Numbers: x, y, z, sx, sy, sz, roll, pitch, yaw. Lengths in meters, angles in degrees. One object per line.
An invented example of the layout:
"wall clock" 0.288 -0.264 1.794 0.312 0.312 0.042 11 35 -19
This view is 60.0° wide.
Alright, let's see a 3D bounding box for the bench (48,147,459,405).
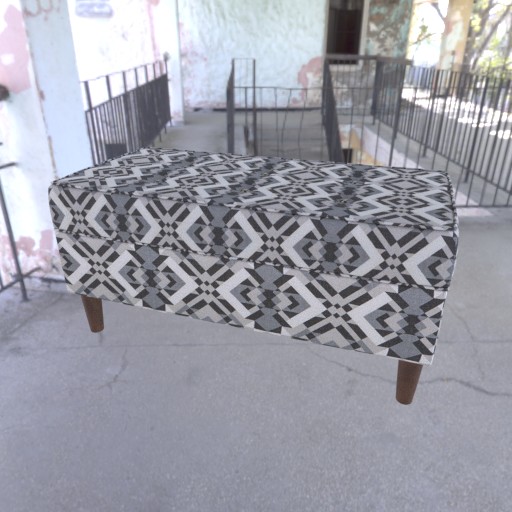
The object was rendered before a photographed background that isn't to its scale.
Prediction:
"bench" 0.000 0.000 1.297 1.016 0.477 0.492 9 27 17
